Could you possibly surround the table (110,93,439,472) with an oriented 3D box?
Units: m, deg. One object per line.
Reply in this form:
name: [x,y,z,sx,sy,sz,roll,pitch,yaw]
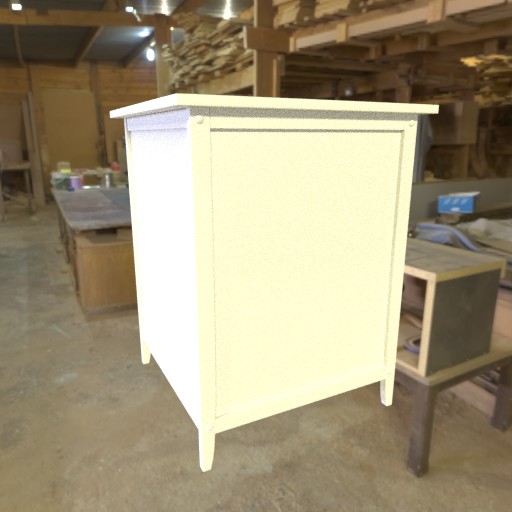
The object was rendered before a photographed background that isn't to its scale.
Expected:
table: [0.000,0.000,0.762,0.381,0.483,0.381,-8,17,-26]
